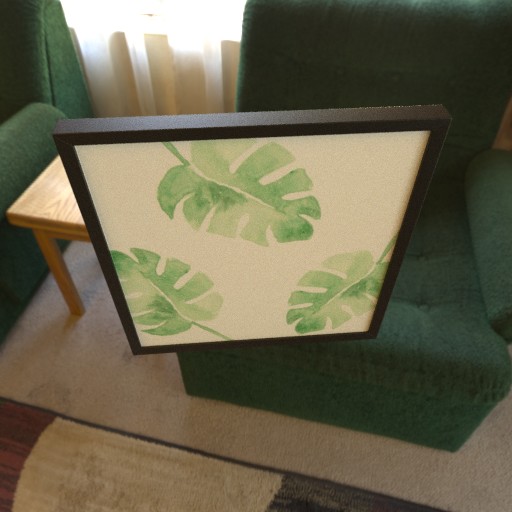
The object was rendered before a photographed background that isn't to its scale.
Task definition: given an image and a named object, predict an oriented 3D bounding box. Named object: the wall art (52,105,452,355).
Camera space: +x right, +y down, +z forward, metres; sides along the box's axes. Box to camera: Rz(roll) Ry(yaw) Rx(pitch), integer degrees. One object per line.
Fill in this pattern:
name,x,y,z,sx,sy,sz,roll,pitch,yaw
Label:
wall art,0.000,0.000,0.753,0.508,0.508,0.036,-3,46,-3
